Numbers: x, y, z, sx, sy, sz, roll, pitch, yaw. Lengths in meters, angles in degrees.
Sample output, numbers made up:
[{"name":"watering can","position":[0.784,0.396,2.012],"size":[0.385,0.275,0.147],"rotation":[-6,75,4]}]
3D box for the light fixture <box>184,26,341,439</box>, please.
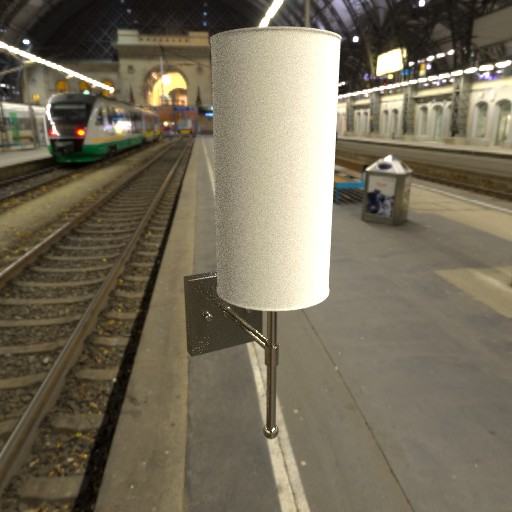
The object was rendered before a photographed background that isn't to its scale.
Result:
[{"name":"light fixture","position":[0.000,0.000,0.534],"size":[0.128,0.462,0.208],"rotation":[-9,18,-27]}]
